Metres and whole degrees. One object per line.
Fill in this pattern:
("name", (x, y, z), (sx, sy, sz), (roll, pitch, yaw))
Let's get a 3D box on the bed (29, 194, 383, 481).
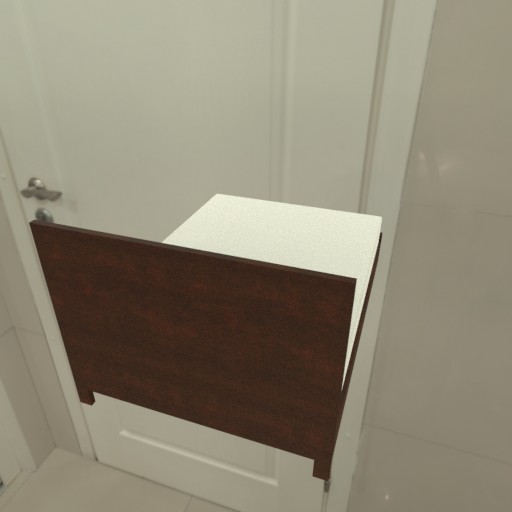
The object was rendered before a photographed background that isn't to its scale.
("bed", (0.000, 0.000, 3.163), (1.600, 1.270, 2.184), (10, 32, 17))
